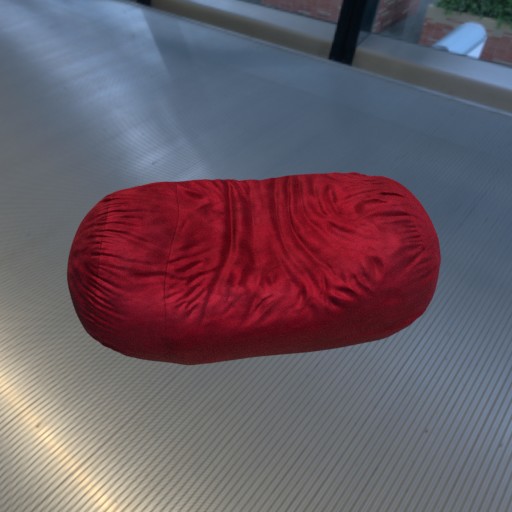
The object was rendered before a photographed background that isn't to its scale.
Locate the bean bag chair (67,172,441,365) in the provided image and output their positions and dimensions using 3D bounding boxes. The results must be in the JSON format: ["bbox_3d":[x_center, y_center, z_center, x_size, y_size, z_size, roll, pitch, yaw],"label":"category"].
[{"bbox_3d":[0.000,0.000,2.830,2.293,0.867,1.216,-4,46,-4],"label":"bean bag chair"}]
